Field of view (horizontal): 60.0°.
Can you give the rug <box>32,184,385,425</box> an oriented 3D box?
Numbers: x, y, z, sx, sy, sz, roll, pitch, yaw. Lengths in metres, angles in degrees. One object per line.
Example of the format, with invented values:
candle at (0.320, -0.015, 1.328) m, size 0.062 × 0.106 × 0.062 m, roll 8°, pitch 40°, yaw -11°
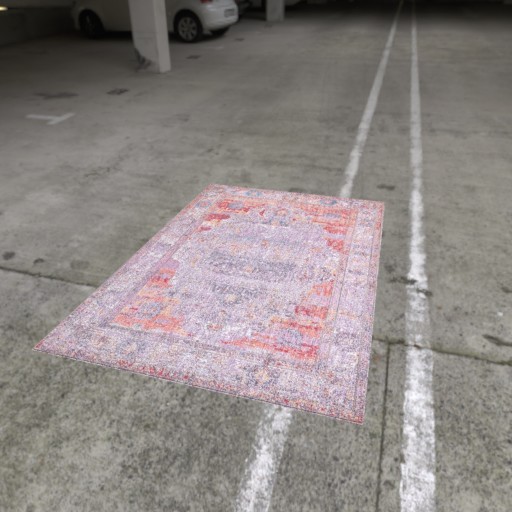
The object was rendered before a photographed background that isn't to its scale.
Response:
rug at (0.000, 0.000, 2.274) m, size 1.219 × 0.005 × 1.829 m, roll 8°, pitch 31°, yaw 14°
